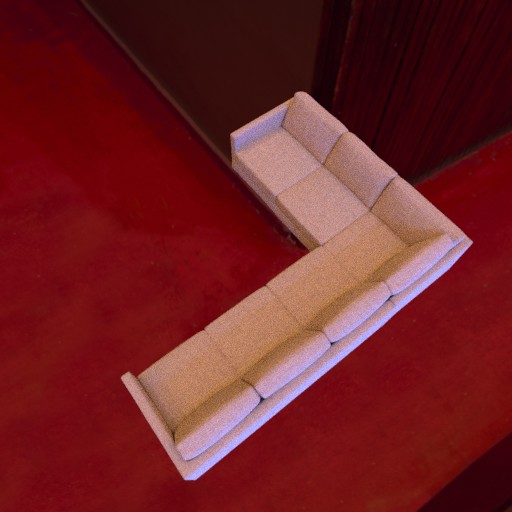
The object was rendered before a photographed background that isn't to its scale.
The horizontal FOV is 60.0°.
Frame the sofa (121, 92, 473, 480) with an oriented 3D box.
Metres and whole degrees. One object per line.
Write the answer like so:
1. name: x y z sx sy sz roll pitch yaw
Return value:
1. sofa: 0.000 0.000 4.253 3.182 0.863 2.432 -34 68 -16
